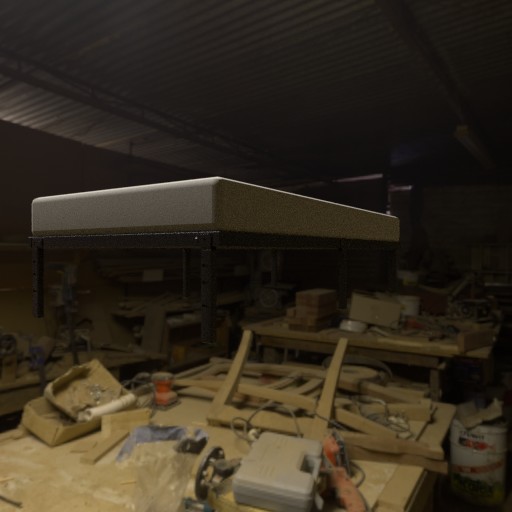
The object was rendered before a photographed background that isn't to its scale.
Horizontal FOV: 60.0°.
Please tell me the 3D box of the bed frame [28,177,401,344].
[{"bbox_3d":[0.000,0.000,3.237,1.393,0.680,2.635,0,1,33],"label":"bed frame"}]
